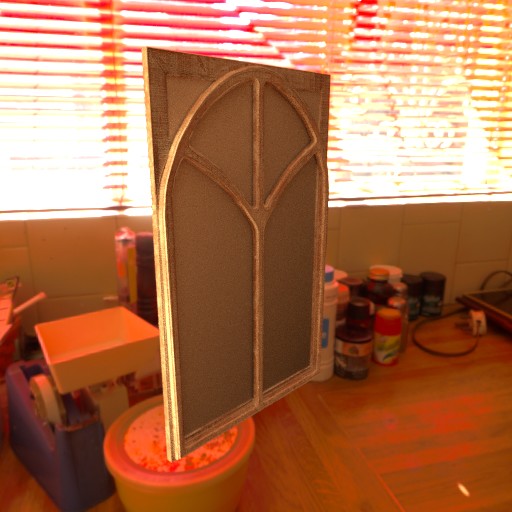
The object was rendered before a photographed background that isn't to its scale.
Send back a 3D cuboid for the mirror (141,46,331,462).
[{"bbox_3d":[0.000,0.000,0.976,0.495,0.787,0.058,-15,21,-43],"label":"mirror"}]
